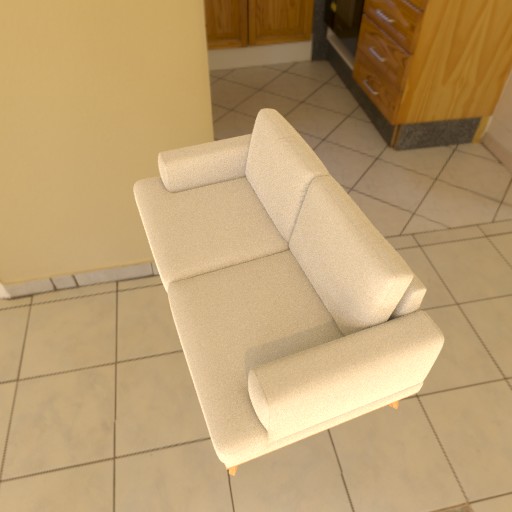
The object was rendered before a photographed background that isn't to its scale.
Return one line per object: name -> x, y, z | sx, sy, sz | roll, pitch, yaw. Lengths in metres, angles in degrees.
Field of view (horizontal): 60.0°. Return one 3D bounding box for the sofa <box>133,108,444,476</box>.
sofa -> 0.000, 0.000, 2.137 | 0.915, 0.810, 1.651 | -16, 48, -15
